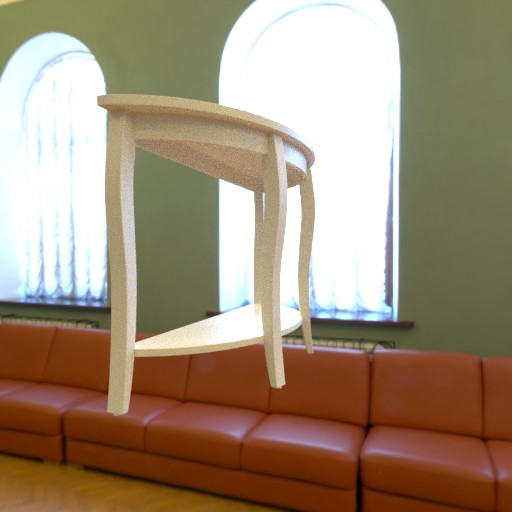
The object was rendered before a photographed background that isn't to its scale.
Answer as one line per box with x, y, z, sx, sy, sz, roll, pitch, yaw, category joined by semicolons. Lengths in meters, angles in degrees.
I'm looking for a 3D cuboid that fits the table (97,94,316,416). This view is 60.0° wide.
0.000;0.000;1.582;0.394;0.780;1.219;0;0;19;table
